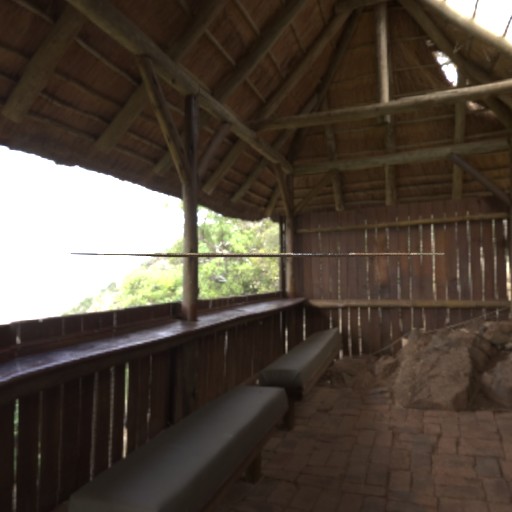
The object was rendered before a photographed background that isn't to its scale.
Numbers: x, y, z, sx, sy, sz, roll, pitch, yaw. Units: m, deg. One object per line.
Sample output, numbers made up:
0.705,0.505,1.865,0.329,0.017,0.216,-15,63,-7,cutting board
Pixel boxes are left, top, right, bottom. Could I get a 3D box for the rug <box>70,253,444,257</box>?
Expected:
0.000,0.000,2.943,1.521,0.006,2.284,0,0,0,rug
